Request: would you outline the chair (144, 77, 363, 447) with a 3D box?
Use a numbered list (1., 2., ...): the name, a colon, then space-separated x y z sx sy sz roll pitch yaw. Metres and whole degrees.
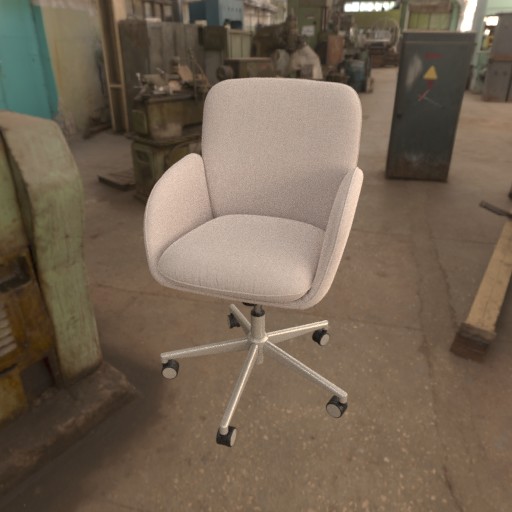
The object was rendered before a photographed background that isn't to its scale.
1. chair: 0.000 0.000 1.343 0.648 0.959 0.633 8 27 16
